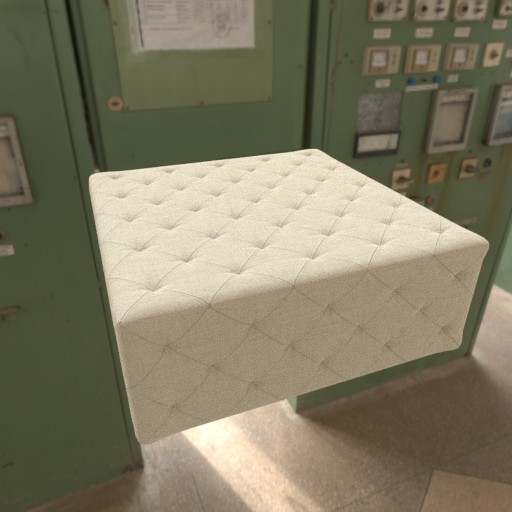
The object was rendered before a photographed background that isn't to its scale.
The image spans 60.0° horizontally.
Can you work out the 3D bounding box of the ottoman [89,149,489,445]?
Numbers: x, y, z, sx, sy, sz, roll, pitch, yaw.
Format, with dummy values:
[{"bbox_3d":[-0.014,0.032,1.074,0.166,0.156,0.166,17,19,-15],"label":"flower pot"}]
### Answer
[{"bbox_3d":[0.000,0.000,1.586,1.028,0.439,1.028,-11,31,-19],"label":"ottoman"}]
